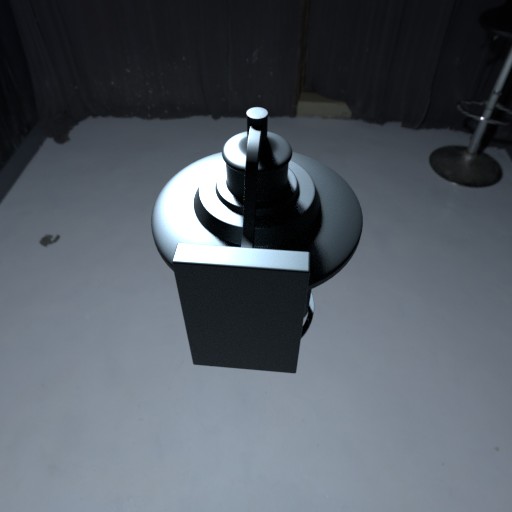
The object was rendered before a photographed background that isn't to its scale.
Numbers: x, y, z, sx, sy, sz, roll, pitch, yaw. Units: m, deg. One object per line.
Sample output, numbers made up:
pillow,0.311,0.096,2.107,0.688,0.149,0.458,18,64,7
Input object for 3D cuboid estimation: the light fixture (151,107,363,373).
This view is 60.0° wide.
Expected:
light fixture,0.000,0.000,0.507,0.222,0.345,0.252,4,47,4
